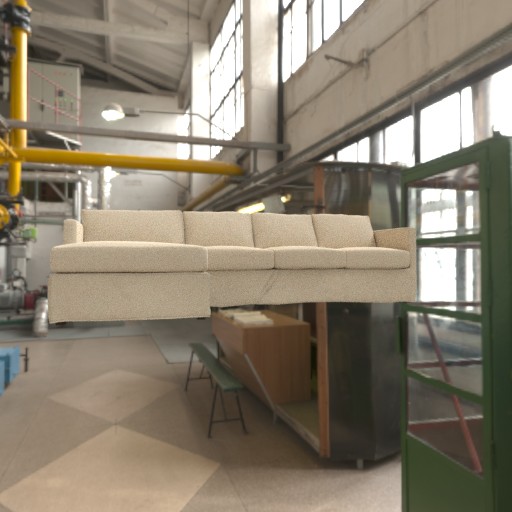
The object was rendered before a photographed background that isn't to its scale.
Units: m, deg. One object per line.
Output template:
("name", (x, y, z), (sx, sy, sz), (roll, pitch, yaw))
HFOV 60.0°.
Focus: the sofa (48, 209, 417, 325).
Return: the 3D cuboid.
("sofa", (0.000, 0.000, 3.936), (3.205, 0.922, 1.650), (0, 0, -17))
